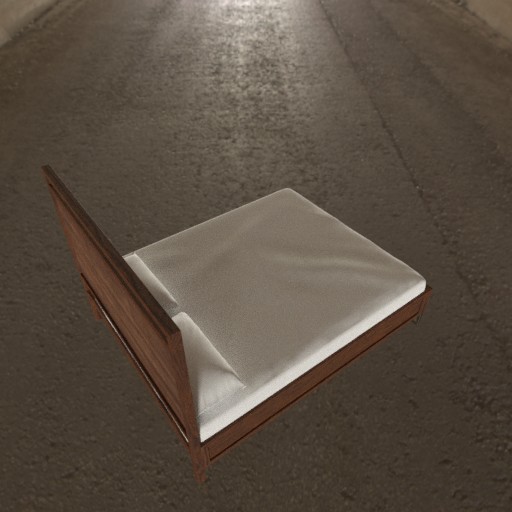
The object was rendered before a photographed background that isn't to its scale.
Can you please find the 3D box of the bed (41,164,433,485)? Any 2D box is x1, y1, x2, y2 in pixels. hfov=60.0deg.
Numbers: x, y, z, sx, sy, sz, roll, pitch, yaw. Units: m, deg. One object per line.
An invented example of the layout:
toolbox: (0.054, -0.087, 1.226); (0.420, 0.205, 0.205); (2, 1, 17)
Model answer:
bed: (0.000, 0.000, 3.370); (2.218, 1.487, 1.765); (-26, 47, -27)
